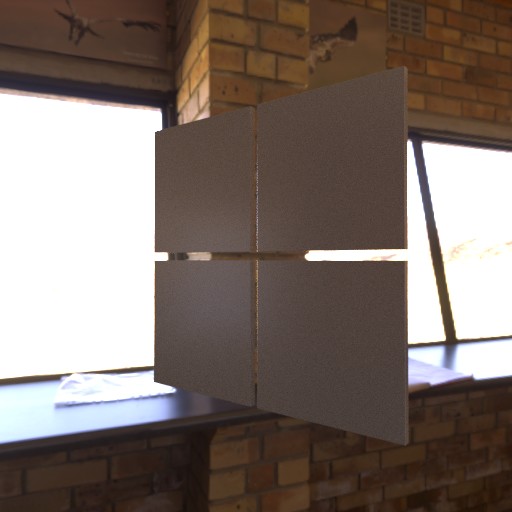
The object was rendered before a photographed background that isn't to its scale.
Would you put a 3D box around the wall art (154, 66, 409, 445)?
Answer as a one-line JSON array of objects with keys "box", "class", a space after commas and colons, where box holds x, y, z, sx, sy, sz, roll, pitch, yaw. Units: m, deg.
[{"box": [0.000, 0.000, 1.652, 1.118, 1.118, 0.029, 0, -1, 37], "class": "wall art"}]
